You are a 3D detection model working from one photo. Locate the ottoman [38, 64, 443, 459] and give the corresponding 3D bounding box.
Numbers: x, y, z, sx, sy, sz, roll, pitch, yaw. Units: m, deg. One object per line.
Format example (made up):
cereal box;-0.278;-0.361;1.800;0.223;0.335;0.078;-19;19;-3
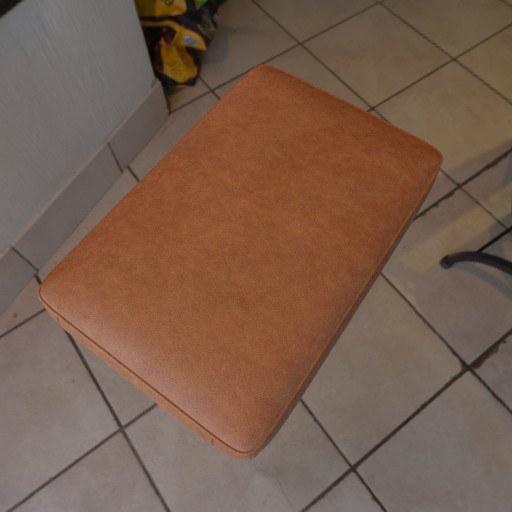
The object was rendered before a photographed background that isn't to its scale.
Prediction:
ottoman;0.000;0.000;1.169;0.584;0.483;0.864;32;68;15
